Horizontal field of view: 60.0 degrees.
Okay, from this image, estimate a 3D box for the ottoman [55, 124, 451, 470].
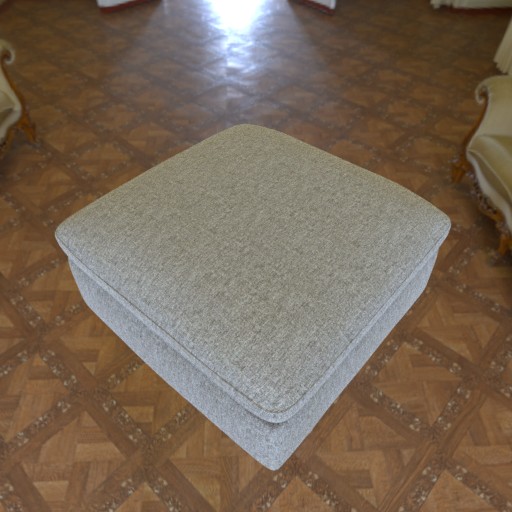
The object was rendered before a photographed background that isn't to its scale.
[{"bbox_3d":[0.000,0.000,1.657,1.039,0.526,1.035,32,54,28],"label":"ottoman"}]
